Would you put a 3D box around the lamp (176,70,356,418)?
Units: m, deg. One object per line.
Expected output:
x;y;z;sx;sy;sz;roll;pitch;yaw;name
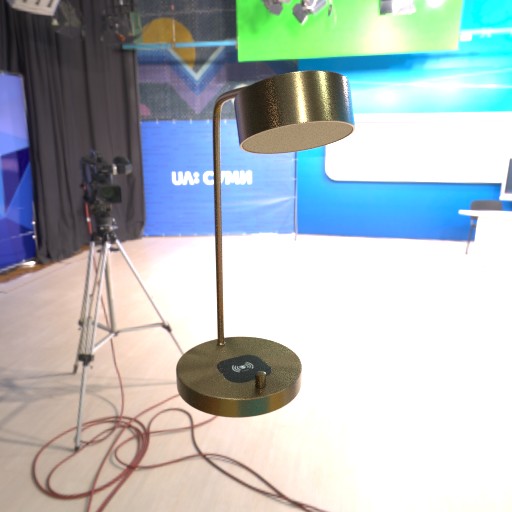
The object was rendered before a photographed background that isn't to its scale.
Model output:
0.000;0.000;0.520;0.171;0.380;0.270;-8;17;-26;lamp
